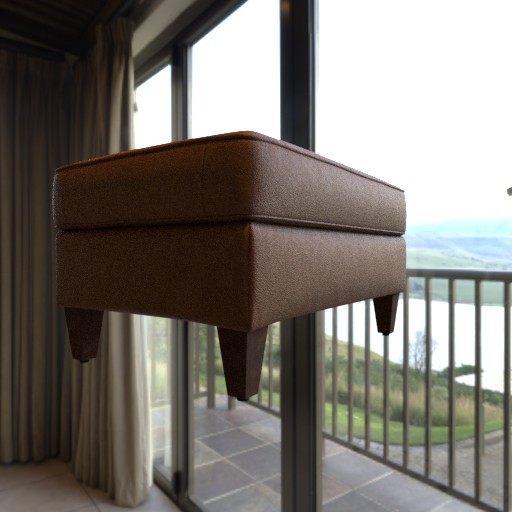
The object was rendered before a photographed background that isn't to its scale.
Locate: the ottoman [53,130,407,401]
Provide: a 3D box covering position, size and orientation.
[{"bbox_3d":[0.000,0.000,1.177,0.584,0.483,0.864,0,1,35],"label":"ottoman"}]
